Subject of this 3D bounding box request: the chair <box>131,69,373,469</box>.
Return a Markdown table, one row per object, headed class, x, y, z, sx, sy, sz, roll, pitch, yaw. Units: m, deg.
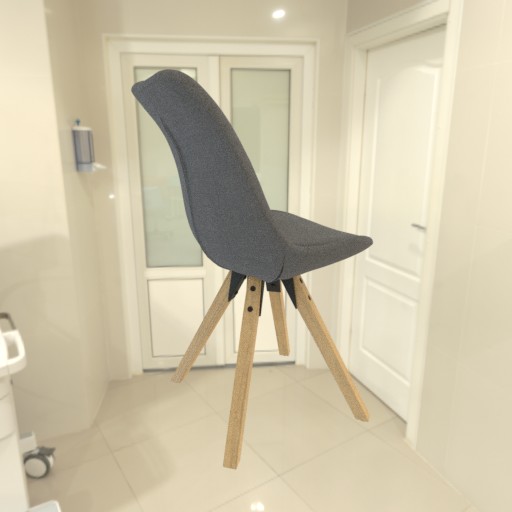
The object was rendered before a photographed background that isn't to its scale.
| class | x | y | z | sx | sy | sz | roll | pitch | yaw |
| --- | --- | --- | --- | --- | --- | --- | --- | --- | --- |
| chair | 0.000 | 0.000 | 1.160 | 0.550 | 0.850 | 0.485 | -7 | 16 | -26 |
